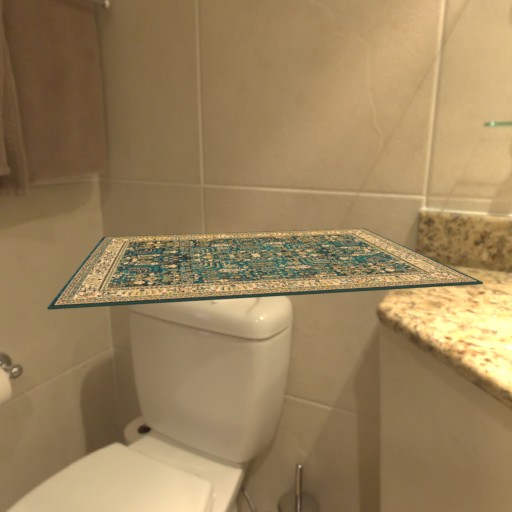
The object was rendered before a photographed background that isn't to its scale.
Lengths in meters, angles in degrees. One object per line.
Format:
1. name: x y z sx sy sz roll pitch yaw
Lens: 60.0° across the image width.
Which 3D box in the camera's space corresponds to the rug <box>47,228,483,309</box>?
1. rug: 0.000 0.000 2.970 2.213 0.013 1.594 -2 14 -10
